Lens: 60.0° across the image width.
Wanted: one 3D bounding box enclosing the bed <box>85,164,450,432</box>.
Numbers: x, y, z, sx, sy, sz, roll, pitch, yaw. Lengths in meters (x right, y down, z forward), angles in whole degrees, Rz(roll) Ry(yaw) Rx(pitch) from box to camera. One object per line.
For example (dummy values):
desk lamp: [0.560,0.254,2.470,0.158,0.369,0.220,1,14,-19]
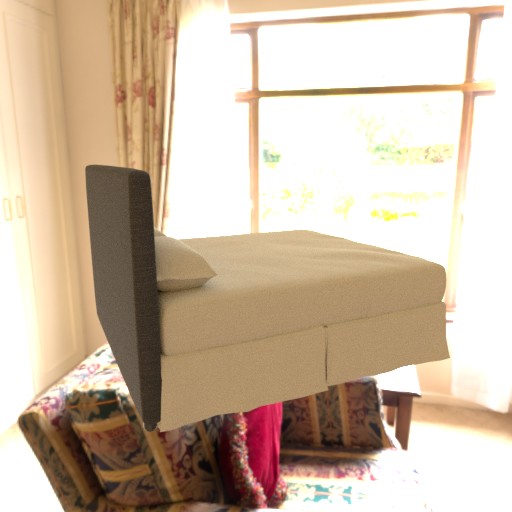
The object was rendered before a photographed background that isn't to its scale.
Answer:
bed: [0.000,0.000,3.292,2.142,1.330,1.884,-6,14,-26]
